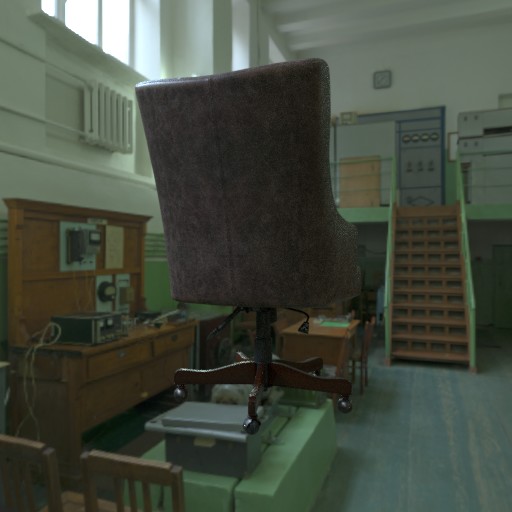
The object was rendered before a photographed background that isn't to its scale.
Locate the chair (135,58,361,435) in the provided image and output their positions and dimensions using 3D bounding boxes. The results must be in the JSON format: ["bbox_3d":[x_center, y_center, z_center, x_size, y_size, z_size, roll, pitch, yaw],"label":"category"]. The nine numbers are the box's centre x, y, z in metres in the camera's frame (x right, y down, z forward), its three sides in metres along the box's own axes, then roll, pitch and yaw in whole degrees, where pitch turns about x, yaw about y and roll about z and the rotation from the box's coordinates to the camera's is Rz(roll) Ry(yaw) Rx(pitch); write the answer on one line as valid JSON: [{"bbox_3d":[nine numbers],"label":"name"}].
[{"bbox_3d":[0.000,0.000,1.497,0.641,1.035,0.762,0,0,18],"label":"chair"}]
